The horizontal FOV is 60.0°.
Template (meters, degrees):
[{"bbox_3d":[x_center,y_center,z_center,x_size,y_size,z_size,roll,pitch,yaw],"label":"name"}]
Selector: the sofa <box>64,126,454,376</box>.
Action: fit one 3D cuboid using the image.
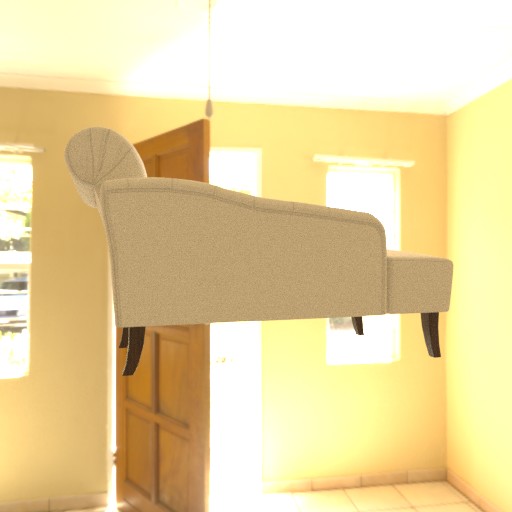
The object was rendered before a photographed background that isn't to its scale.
[{"bbox_3d":[0.000,0.000,1.777,1.379,0.787,0.675,0,-1,-19],"label":"sofa"}]
